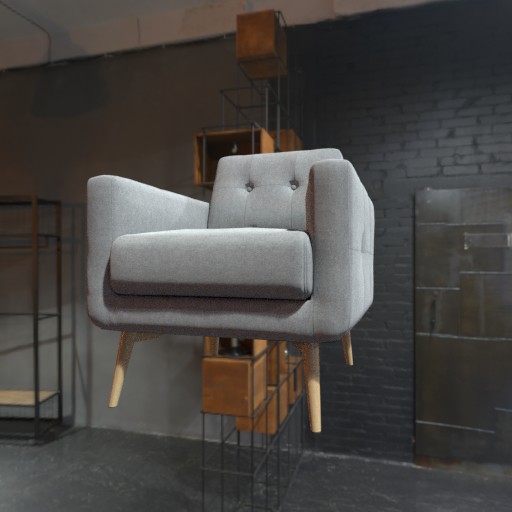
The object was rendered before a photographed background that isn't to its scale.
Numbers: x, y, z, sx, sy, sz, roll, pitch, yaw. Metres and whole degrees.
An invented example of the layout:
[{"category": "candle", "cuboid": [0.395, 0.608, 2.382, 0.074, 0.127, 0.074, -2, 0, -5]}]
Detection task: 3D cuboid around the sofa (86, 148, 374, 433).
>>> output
[{"category": "sofa", "cuboid": [0.000, 0.000, 1.555, 0.770, 0.860, 0.920, 0, 0, 18]}]
